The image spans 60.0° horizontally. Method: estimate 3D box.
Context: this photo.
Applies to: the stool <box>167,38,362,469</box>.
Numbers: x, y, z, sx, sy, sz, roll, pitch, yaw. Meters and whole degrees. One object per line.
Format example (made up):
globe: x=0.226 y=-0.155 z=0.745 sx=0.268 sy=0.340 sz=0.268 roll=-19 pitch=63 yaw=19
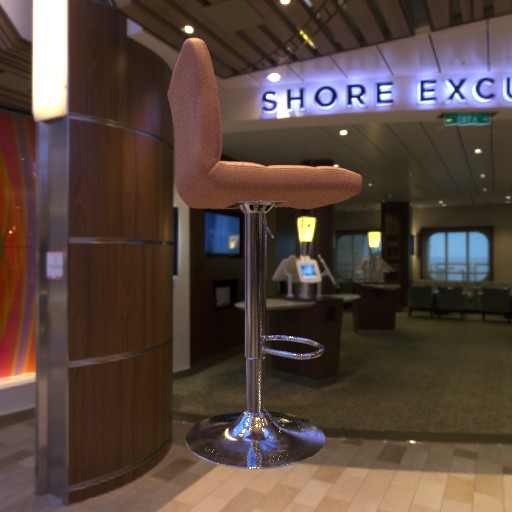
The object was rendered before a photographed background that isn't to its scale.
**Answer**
stool: x=0.000 y=0.000 z=1.362 sx=0.505 sy=1.115 sz=0.430 roll=0 pitch=0 yaw=-18
